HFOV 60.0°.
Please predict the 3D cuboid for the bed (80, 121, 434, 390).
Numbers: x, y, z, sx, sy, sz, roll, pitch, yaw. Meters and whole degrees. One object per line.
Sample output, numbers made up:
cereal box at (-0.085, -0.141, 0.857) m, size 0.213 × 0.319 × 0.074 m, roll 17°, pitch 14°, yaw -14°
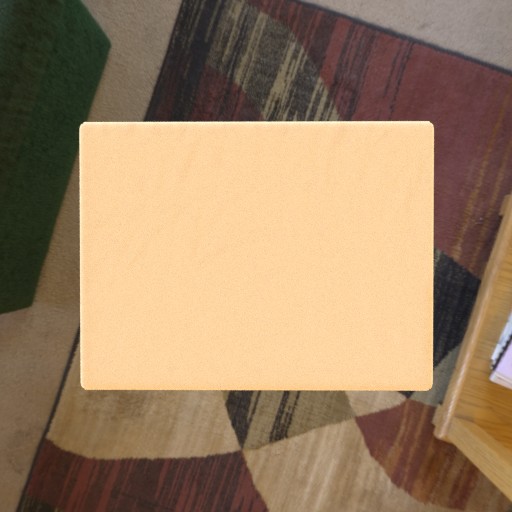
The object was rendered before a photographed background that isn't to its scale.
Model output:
bed at (0.000, 0.000, 2.712) m, size 2.016 × 0.431 × 1.536 m, roll 0°, pitch 91°, yaw 0°
